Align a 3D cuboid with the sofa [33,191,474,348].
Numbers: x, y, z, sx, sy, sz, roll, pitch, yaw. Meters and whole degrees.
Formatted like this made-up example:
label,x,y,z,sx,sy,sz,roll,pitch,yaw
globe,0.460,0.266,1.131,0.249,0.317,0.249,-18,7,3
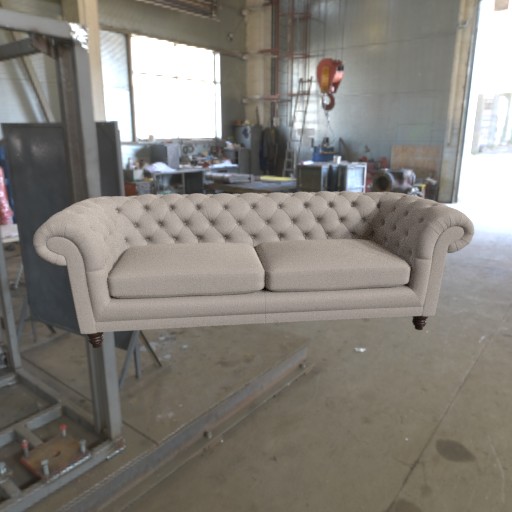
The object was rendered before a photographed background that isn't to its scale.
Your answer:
label,x,y,z,sx,sy,sz,roll,pitch,yaw
sofa,0.000,0.000,2.876,2.411,0.749,0.991,-2,16,-7
